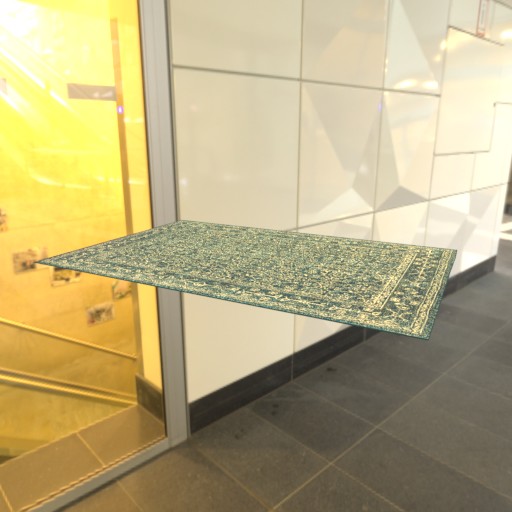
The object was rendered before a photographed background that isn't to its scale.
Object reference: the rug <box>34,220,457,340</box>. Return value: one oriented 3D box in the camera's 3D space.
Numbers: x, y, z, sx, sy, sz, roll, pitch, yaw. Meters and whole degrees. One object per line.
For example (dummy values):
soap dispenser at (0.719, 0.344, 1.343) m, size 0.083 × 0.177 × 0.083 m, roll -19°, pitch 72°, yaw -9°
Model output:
rug at (0.000, 0.000, 2.268) m, size 1.819 × 0.005 × 1.200 m, roll 8°, pitch 18°, yaw 26°
